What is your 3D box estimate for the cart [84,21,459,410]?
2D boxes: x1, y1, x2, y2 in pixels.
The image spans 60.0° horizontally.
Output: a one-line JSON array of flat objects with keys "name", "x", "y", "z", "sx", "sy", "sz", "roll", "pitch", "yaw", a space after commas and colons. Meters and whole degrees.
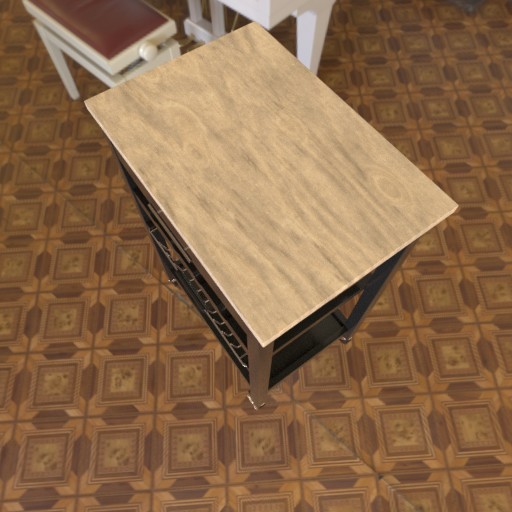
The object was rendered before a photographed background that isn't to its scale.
[{"name": "cart", "x": 0.000, "y": 0.000, "z": 1.157, "sx": 0.403, "sy": 0.839, "sz": 0.584, "roll": -33, "pitch": 68, "yaw": -15}]
